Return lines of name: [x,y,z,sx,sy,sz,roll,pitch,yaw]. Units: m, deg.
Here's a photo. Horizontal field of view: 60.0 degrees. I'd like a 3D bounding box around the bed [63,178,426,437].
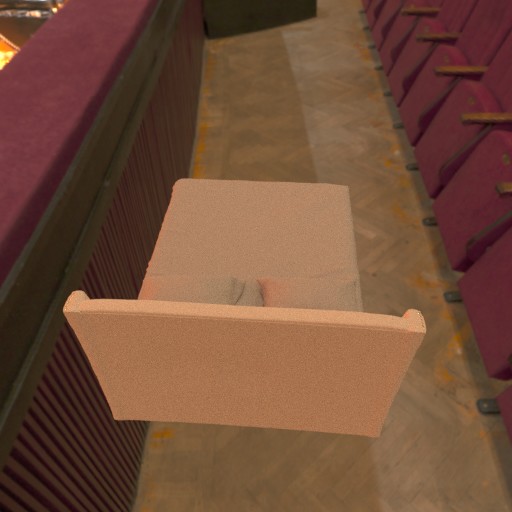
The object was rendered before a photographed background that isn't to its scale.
bed: [0.000,0.000,3.537,1.925,1.332,2.276,3,45,3]
